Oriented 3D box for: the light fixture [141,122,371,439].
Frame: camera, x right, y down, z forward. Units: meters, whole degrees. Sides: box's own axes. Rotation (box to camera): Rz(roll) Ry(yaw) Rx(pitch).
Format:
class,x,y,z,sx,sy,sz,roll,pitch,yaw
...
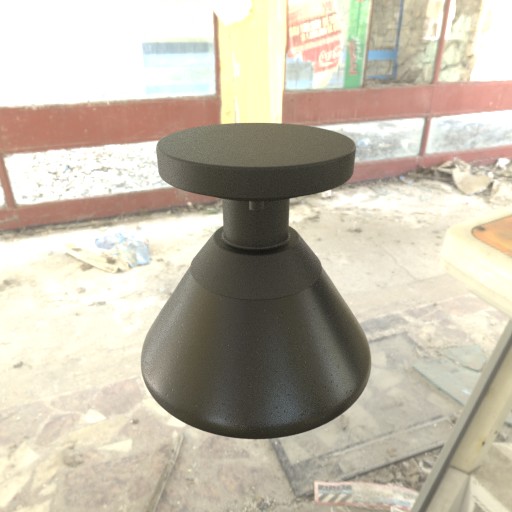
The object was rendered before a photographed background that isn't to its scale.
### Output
class,x,y,z,sx,sy,sz,roll,pitch,yaw
light fixture,0.000,0.000,0.355,0.200,0.183,0.200,0,27,0
